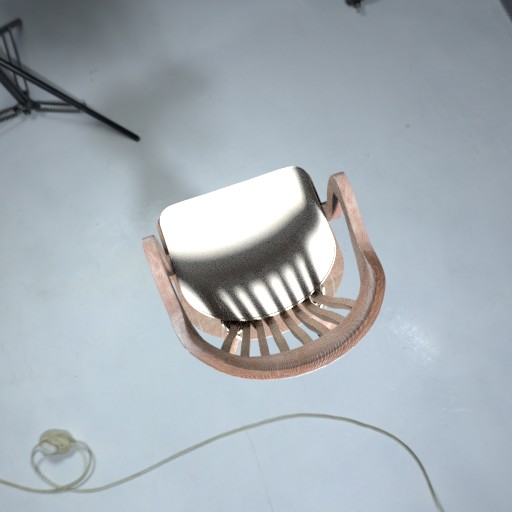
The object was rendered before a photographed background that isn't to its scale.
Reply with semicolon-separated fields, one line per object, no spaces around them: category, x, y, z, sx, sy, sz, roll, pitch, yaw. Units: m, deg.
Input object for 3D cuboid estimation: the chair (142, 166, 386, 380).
chair;0.000;0.000;1.501;0.750;0.878;0.788;-19;77;-5
